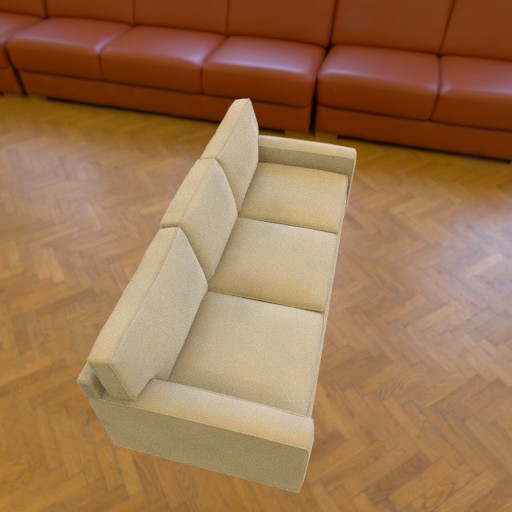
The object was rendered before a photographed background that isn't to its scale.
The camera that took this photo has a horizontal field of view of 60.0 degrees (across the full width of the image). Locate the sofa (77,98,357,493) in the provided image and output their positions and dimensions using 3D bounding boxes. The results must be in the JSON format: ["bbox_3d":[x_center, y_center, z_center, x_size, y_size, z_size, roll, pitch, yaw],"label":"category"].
[{"bbox_3d":[0.000,0.000,2.505,0.935,0.862,2.088,10,47,9],"label":"sofa"}]
